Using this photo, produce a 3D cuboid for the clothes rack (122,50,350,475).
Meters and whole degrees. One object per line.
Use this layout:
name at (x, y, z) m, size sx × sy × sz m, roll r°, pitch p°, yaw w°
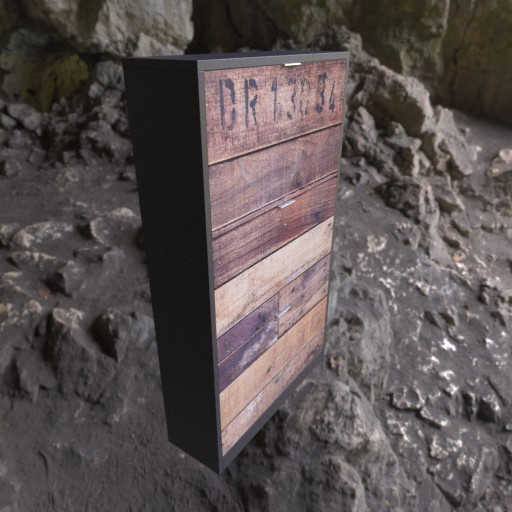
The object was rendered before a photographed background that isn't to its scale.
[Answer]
clothes rack at (0.000, 0.000, 1.543) m, size 0.250 × 1.280 × 0.750 m, roll 18°, pitch 31°, yaw 31°
